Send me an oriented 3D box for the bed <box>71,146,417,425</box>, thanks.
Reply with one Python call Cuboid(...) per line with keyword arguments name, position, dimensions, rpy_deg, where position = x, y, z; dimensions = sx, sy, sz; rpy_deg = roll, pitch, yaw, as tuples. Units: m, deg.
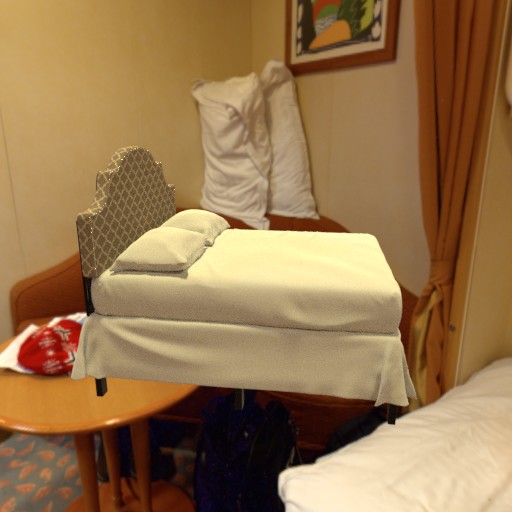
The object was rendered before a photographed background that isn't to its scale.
Cuboid(name="bed", position=(0.000, 0.000, 3.417), dimensions=(2.222, 1.633, 1.780), rpy_deg=(2, 16, 9))
